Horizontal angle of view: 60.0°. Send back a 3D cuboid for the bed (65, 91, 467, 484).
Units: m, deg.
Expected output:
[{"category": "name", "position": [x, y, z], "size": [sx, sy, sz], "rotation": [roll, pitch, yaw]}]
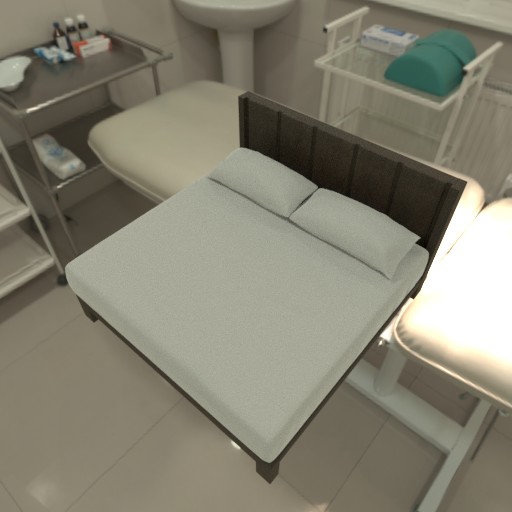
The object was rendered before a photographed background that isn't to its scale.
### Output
[{"category": "bed", "position": [0.000, 0.000, 3.578], "size": [2.143, 1.261, 2.238], "rotation": [32, 55, 27]}]
